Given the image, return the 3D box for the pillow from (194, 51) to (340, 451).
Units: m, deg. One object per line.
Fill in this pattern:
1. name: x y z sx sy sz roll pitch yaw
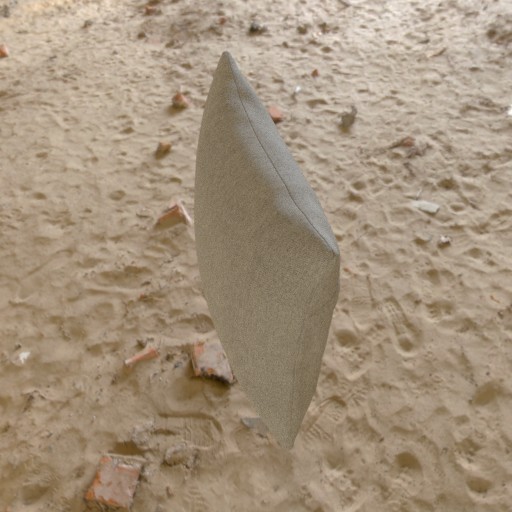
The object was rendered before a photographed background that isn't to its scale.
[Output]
1. pillow: 0.000 0.000 0.666 0.173 0.436 0.433 -11 48 -10
